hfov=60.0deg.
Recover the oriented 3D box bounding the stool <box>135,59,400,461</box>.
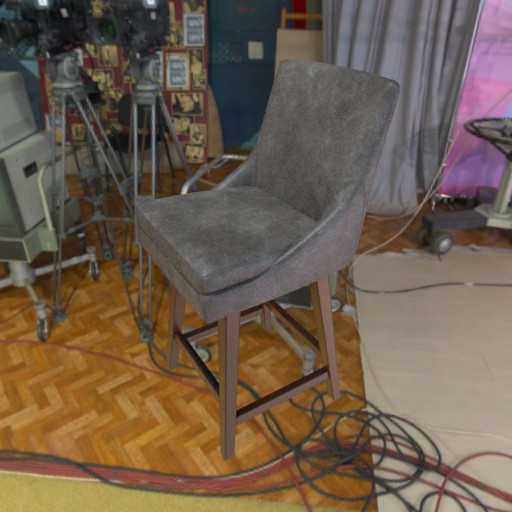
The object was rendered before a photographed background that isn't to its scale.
[{"bbox_3d":[0.000,0.000,1.365,0.587,1.046,0.492,-18,36,-27],"label":"stool"}]
